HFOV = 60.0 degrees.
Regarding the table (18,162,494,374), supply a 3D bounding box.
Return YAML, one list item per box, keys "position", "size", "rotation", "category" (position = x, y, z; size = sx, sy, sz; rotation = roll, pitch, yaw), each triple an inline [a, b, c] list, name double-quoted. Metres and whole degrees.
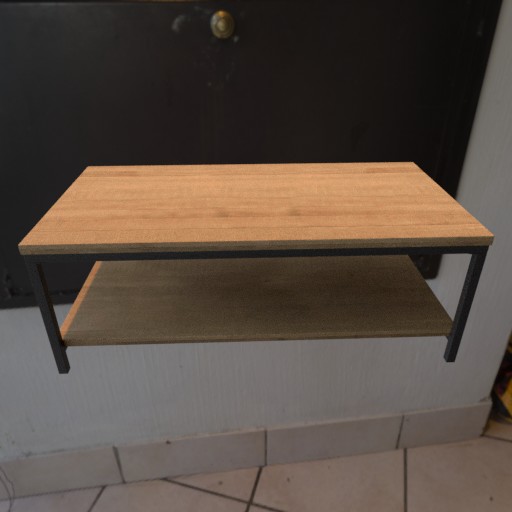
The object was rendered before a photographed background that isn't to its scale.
- position: [0.000, 0.000, 1.359]
  size: [1.100, 0.399, 0.551]
  rotation: [-1, 30, -2]
  category: "table"
